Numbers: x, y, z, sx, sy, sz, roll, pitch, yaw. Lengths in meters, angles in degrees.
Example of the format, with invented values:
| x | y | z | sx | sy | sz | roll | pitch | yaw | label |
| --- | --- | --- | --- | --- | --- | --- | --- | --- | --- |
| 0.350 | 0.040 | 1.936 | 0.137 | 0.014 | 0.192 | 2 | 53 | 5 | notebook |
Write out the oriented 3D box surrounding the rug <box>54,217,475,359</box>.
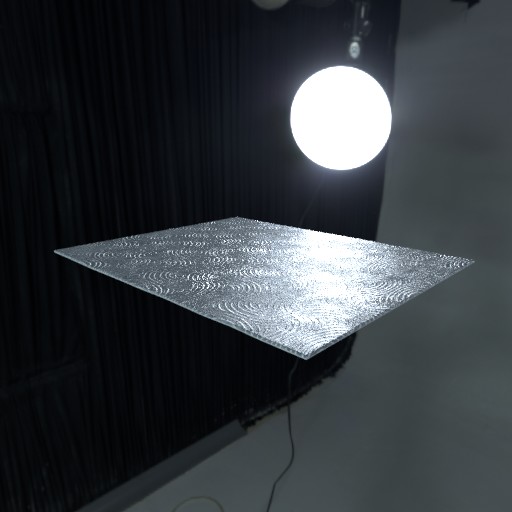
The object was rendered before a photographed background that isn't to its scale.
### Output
| x | y | z | sx | sy | sz | roll | pitch | yaw | label |
| --- | --- | --- | --- | --- | --- | --- | --- | --- | --- |
| 0.000 | 0.000 | 4.094 | 3.042 | 0.021 | 2.456 | 14 | 21 | 42 | rug |
